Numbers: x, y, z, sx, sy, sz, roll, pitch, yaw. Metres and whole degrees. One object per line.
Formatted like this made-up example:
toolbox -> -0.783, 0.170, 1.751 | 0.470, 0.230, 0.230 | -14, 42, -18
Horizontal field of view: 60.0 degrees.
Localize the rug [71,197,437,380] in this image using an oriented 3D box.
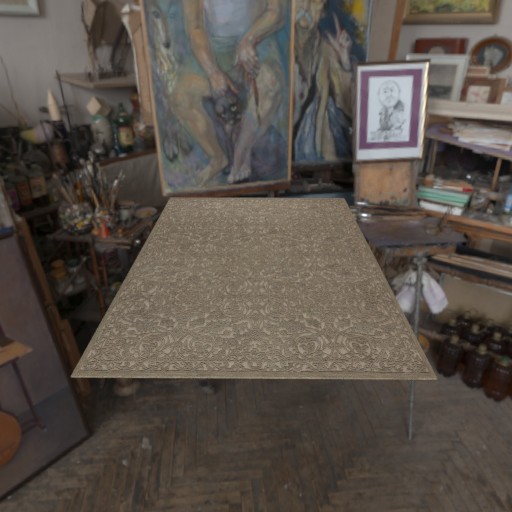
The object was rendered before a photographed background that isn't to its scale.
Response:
rug -> 0.000, 0.000, 2.294 | 1.221, 0.006, 1.827 | 0, 26, 0
